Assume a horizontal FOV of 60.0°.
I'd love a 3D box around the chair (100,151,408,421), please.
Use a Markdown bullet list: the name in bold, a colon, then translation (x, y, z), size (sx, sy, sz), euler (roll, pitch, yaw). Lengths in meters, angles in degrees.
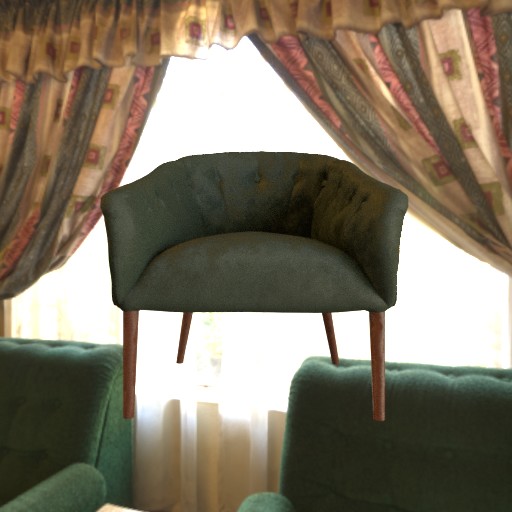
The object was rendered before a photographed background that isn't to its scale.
- **chair**: translation (0.000, 0.000, 1.554), size (0.851, 0.885, 0.776), euler (0, 1, 1)
